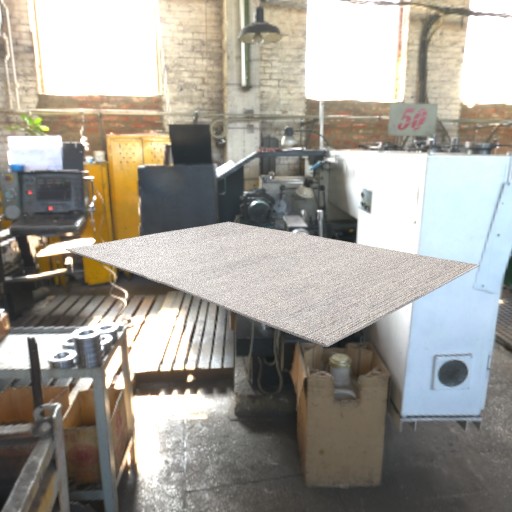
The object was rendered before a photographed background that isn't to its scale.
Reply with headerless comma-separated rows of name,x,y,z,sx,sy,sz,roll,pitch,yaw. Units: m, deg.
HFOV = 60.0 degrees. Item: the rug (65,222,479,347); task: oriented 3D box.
rug,0.000,0.000,2.964,2.307,0.030,1.604,13,19,43
